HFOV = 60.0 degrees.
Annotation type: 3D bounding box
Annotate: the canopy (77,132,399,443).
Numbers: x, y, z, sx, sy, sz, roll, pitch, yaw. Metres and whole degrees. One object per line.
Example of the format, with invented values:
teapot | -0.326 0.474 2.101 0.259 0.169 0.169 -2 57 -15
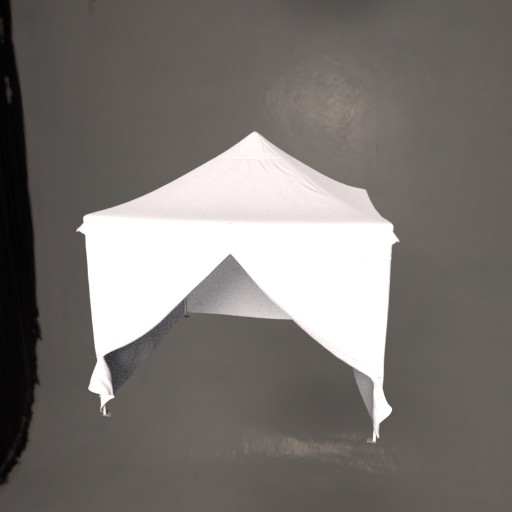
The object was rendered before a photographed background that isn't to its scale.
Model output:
canopy | 0.000 0.000 5.542 3.043 2.997 3.121 2 15 9
